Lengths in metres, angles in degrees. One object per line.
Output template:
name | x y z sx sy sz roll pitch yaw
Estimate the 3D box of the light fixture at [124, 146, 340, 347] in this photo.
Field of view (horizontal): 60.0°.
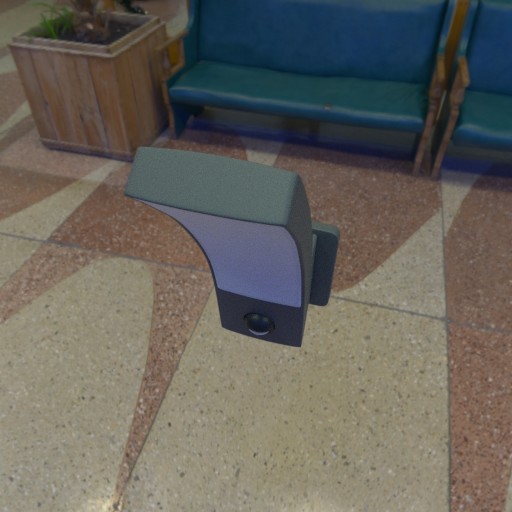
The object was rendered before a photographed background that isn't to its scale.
light fixture | 0.000 0.000 0.335 0.108 0.243 0.174 12 44 13
